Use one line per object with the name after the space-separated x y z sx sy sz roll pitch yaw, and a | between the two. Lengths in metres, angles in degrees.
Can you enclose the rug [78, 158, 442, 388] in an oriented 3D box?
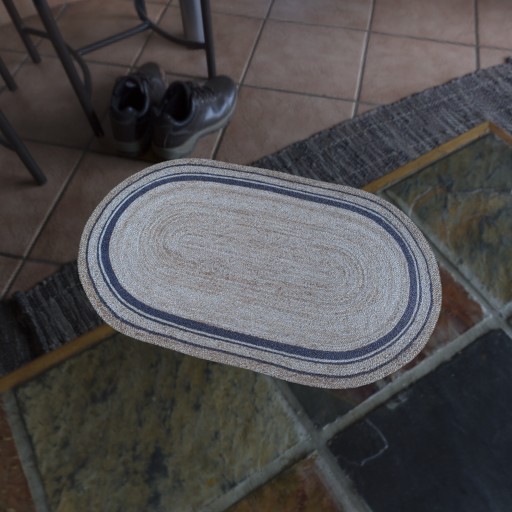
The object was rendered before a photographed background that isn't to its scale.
0.000 0.000 2.968 2.432 0.006 1.520 13 60 8 | rug
